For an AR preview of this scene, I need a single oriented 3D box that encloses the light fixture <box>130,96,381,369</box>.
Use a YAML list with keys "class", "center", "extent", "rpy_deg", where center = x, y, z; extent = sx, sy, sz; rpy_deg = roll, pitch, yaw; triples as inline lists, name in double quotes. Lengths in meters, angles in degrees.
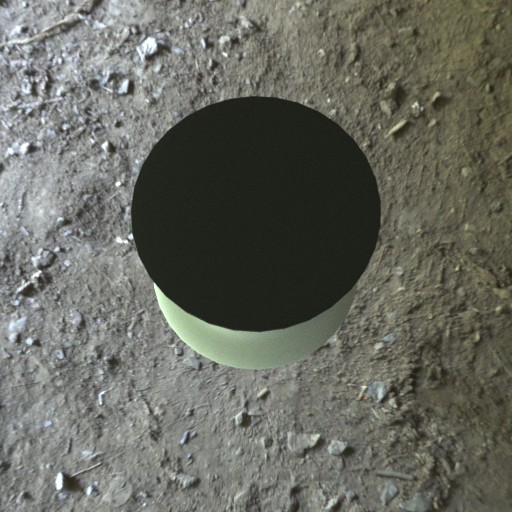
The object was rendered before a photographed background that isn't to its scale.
- class: "light fixture"
  center: [0.000, 0.000, 0.392]
  extent: [0.197, 0.254, 0.197]
  rpy_deg: [0, 76, 0]
